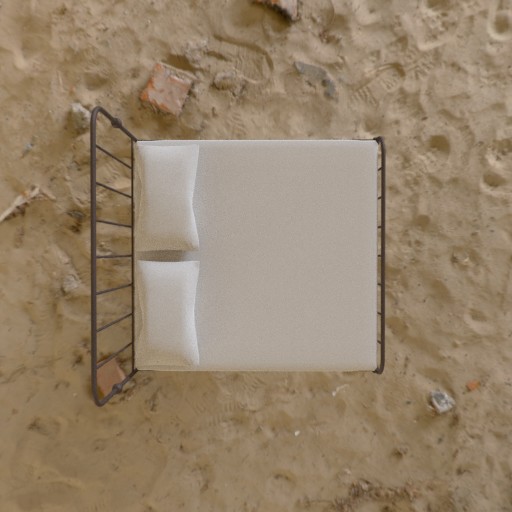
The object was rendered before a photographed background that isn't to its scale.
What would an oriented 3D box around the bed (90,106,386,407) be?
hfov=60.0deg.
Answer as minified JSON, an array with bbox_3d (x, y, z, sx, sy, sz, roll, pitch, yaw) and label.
[{"bbox_3d":[0.000,0.000,3.519,2.134,1.446,2.044,0,91,1],"label":"bed"}]
